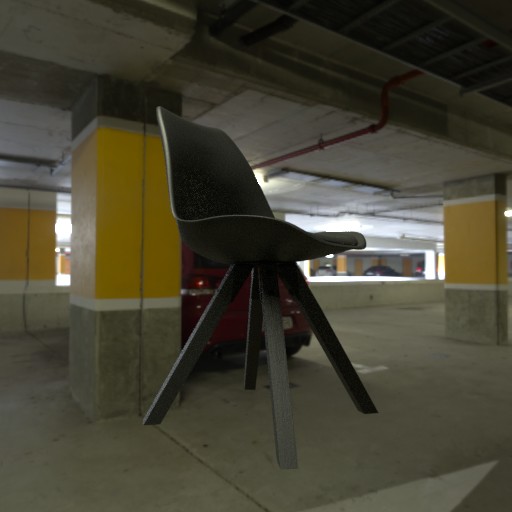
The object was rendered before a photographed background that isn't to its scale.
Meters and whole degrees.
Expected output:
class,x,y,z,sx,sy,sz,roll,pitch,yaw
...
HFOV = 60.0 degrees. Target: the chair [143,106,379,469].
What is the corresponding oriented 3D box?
class,x,y,z,sx,sy,sz,roll,pitch,yaw
chair,0.000,0.000,1.185,0.550,0.850,0.485,-1,-2,37
